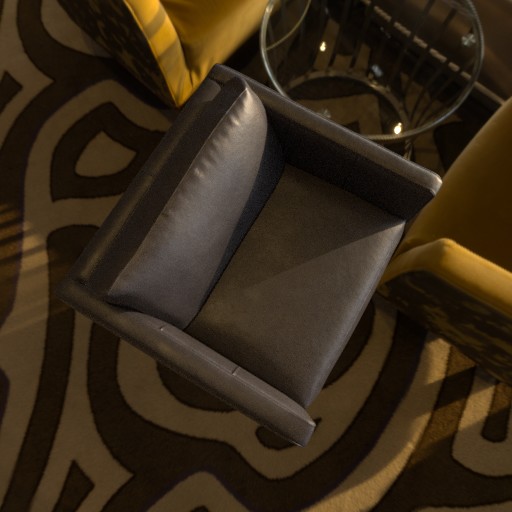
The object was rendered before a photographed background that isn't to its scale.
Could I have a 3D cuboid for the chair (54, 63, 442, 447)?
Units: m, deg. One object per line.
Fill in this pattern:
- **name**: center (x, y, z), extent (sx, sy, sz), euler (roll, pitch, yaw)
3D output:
- **chair**: center (0.000, 0.000, 1.597), extent (0.862, 0.811, 0.939), euler (30, 78, 7)
